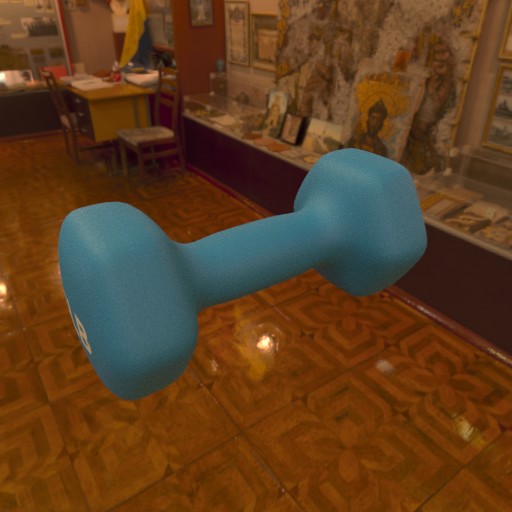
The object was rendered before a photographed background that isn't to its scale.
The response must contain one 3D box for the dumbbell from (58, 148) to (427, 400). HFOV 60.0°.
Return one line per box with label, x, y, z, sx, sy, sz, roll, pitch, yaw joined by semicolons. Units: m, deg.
dumbbell;0.000;0.000;0.189;0.152;0.066;0.074;-18;35;-28
